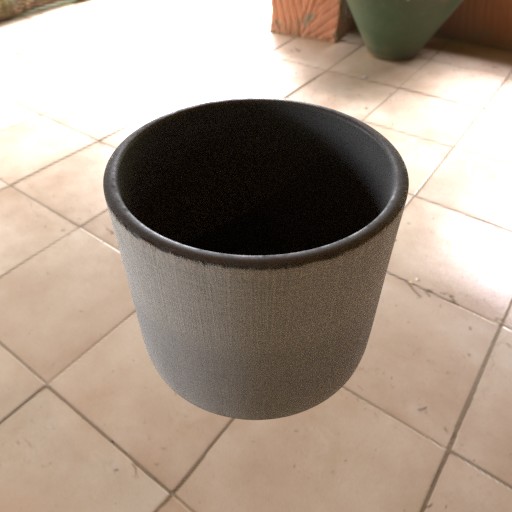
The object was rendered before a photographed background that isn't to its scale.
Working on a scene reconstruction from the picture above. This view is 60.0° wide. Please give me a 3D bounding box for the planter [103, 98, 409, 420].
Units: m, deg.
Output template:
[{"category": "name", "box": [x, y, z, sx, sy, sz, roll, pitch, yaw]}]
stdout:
[{"category": "planter", "box": [0.000, 0.000, 0.446, 0.254, 0.221, 0.254, 0, 44, 0]}]
